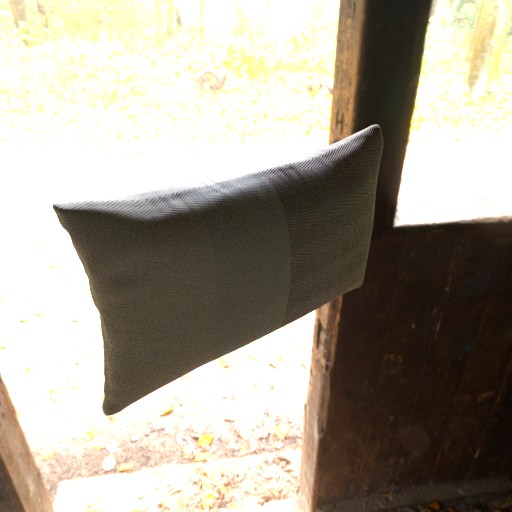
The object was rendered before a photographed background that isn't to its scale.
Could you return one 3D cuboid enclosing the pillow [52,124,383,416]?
[{"bbox_3d":[0.000,0.000,0.641,0.506,0.305,0.139,-21,36,-32],"label":"pillow"}]
